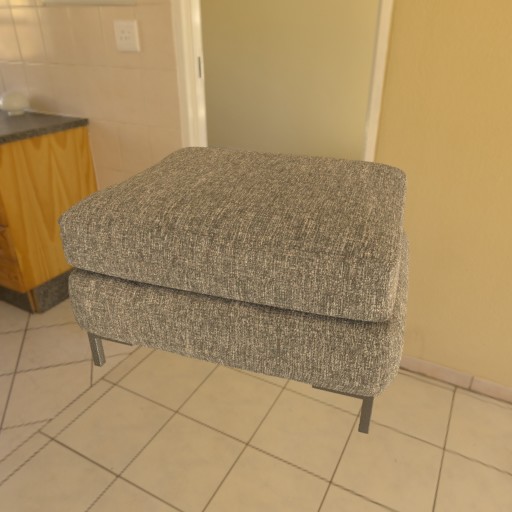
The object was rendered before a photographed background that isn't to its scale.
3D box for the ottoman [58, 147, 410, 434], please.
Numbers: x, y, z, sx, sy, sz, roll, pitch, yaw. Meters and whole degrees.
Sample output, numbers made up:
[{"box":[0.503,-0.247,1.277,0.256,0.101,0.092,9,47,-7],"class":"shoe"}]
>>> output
[{"box":[0.000,0.000,1.250,0.828,0.480,0.683,9,29,16],"class":"ottoman"}]
